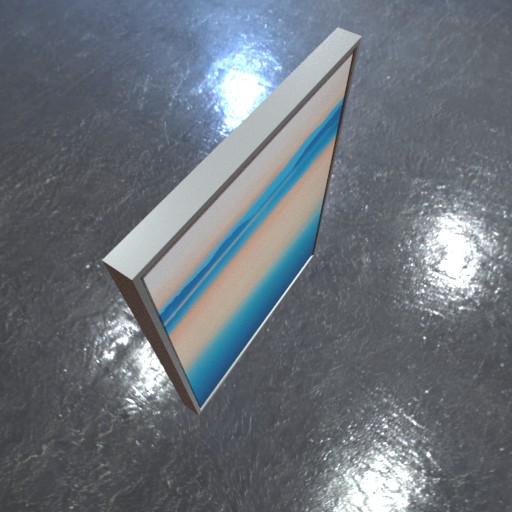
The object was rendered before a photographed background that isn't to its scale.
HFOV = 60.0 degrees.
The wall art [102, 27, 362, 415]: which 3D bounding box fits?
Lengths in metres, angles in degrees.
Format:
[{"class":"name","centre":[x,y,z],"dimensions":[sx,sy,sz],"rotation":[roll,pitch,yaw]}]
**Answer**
[{"class":"wall art","centre":[0.000,0.000,0.740],"dimensions":[0.037,0.554,0.453],"rotation":[30,63,17]}]
